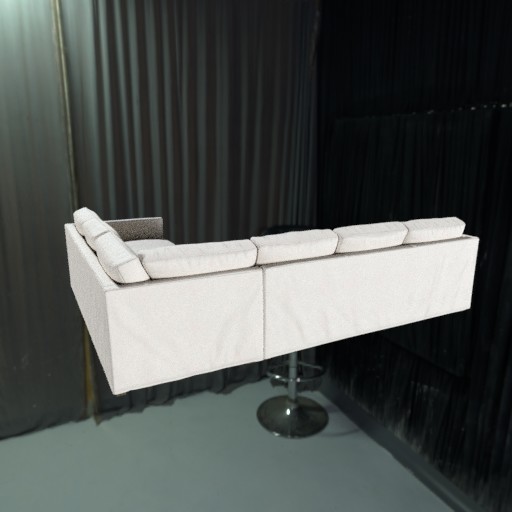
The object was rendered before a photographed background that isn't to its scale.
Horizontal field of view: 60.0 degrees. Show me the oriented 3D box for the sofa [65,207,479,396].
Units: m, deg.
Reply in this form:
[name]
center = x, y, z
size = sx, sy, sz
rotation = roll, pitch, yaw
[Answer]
[sofa]
center = 0.000, 0.000, 4.279
size = 3.182, 0.871, 2.432
rotation = -7, 16, -27
